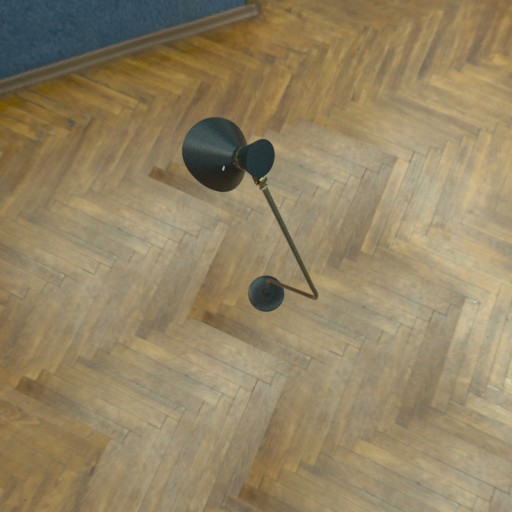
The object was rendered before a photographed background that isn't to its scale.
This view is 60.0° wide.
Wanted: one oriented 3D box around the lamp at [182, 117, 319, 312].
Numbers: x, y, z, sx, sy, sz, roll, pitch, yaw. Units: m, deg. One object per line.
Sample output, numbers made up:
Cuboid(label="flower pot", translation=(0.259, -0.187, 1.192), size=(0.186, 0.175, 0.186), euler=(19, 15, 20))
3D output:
Cuboid(label="lamp", translation=(0.000, 0.000, 1.601), size=(0.277, 1.438, 0.467), euler=(-18, 76, -5))
